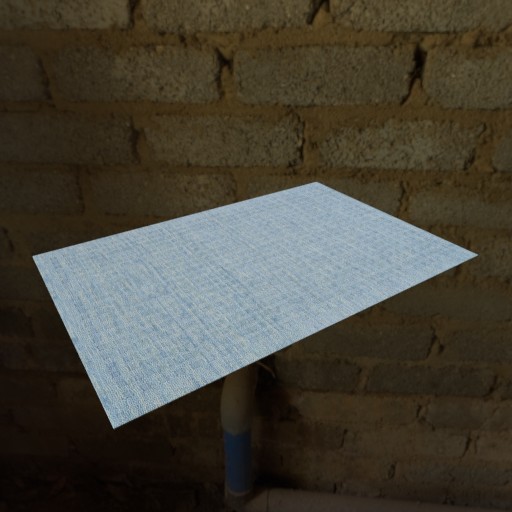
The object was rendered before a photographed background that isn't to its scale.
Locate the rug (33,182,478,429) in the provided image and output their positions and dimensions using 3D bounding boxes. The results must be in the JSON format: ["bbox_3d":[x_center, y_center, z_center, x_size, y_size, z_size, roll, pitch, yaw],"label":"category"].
[{"bbox_3d":[0.000,0.000,2.732,2.286,0.006,1.522,-19,35,-29],"label":"rug"}]
